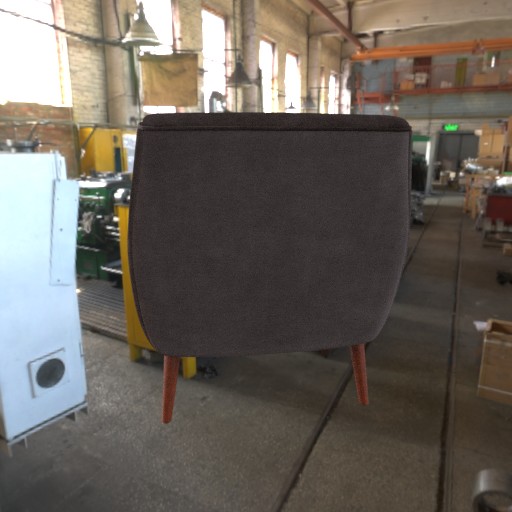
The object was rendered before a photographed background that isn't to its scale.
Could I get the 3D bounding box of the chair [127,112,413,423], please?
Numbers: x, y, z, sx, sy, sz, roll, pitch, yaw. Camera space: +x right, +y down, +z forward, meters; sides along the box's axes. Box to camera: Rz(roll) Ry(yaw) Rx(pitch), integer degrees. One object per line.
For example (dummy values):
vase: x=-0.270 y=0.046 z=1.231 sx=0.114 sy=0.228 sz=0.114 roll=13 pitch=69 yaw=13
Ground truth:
chair: x=0.000 y=0.000 z=1.427 sx=0.762 sy=0.838 sz=0.787 roll=-2 pitch=14 yaw=-8
